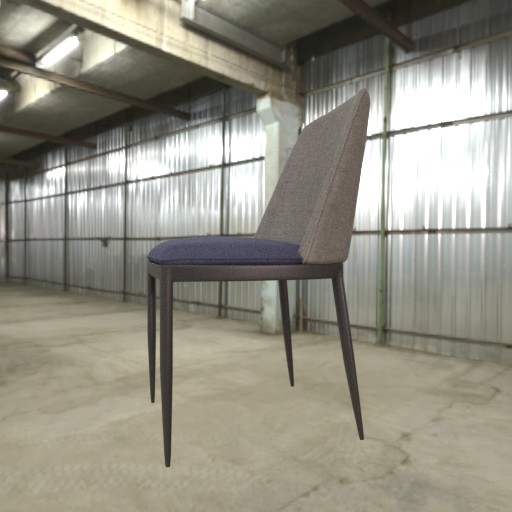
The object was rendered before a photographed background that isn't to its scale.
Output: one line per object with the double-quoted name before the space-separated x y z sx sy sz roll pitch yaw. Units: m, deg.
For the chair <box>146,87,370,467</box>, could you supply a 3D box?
"chair" 0.000 0.000 1.171 0.550 0.855 0.488 0 1 -17
